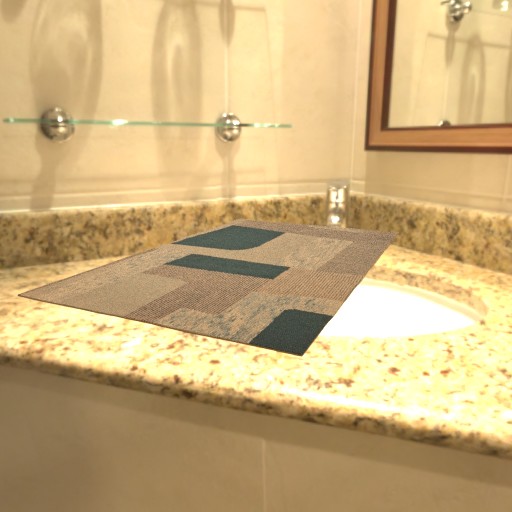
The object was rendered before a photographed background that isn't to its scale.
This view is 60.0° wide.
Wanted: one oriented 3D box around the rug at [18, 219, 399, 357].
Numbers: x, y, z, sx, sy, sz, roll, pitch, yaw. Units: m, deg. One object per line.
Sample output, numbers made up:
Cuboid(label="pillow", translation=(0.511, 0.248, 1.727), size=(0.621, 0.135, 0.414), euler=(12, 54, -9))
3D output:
Cuboid(label="rug", translation=(0.000, 0.000, 2.983), size=(1.521, 0.015, 2.436), euler=(7, 16, 24))
